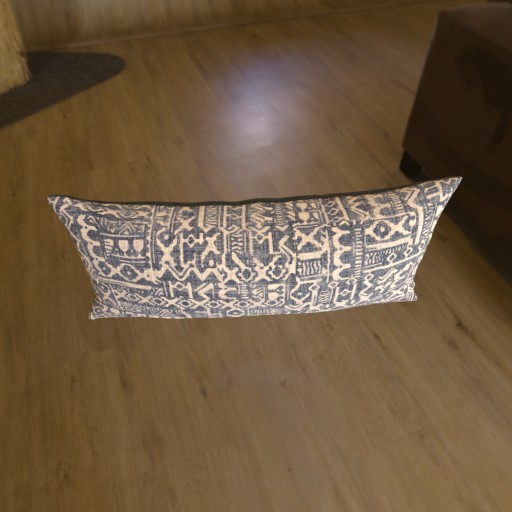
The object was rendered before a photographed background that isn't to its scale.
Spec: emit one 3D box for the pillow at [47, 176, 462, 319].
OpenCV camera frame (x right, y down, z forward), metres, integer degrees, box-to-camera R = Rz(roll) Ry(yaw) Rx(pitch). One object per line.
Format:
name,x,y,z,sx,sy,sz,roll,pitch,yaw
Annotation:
pillow,0.000,0.000,0.748,0.631,0.292,0.148,-3,46,-3
